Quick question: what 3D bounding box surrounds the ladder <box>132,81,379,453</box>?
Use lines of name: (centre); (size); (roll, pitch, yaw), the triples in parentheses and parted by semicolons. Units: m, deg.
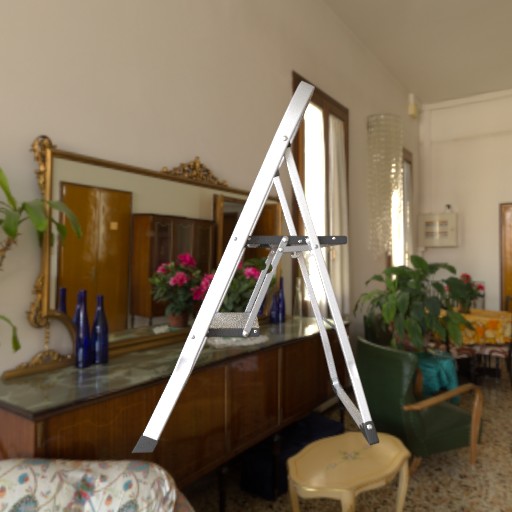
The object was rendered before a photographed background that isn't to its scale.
ladder: (0.000, 0.000, 1.169); (0.530, 0.830, 0.465); (0, 0, -1)
